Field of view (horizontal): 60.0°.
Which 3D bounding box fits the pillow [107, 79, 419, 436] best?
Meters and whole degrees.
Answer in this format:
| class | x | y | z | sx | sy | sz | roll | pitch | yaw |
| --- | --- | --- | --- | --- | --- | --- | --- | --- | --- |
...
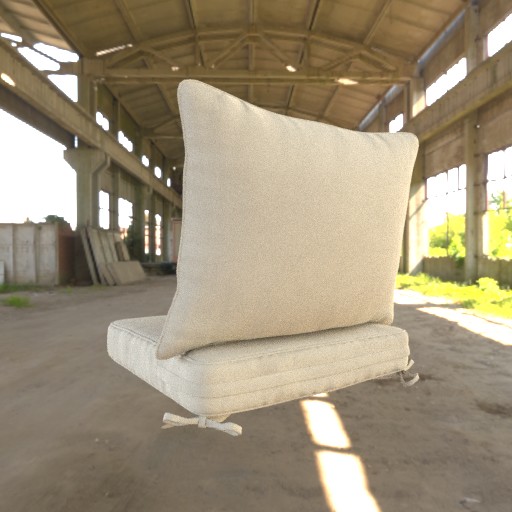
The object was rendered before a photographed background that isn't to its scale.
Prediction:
| class | x | y | z | sx | sy | sz | roll | pitch | yaw |
| --- | --- | --- | --- | --- | --- | --- | --- | --- | --- |
| pillow | 0.000 | 0.000 | 1.319 | 0.798 | 0.716 | 0.733 | -1 | 1 | -35 |
